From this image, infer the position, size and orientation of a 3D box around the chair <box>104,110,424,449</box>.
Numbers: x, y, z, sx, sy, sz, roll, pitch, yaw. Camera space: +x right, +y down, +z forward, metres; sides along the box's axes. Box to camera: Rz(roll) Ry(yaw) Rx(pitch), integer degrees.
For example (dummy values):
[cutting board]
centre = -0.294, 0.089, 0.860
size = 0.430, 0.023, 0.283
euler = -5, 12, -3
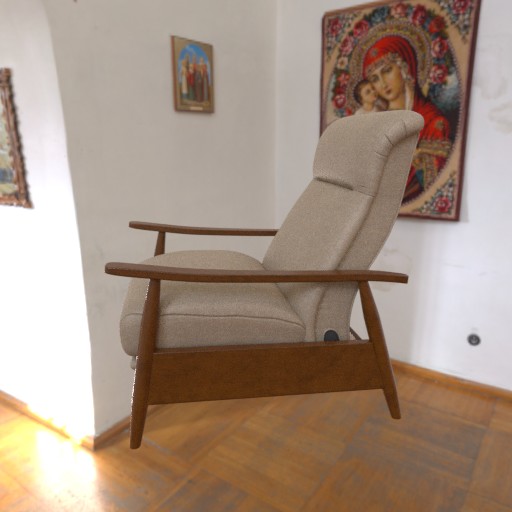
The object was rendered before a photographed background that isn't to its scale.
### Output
[chair]
centre = 0.000, 0.000, 1.750
size = 1.030, 1.082, 0.762
euler = -3, 15, -10
